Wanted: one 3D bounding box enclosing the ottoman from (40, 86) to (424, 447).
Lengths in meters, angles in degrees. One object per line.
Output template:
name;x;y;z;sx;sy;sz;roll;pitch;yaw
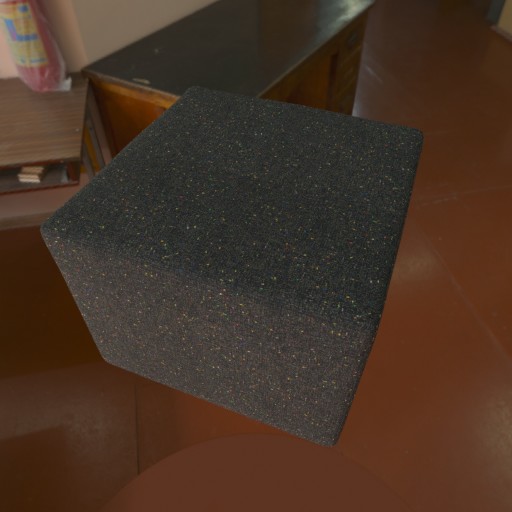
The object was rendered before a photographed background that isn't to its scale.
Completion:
ottoman;0.000;0.000;0.883;0.508;0.432;0.508;16;49;15
